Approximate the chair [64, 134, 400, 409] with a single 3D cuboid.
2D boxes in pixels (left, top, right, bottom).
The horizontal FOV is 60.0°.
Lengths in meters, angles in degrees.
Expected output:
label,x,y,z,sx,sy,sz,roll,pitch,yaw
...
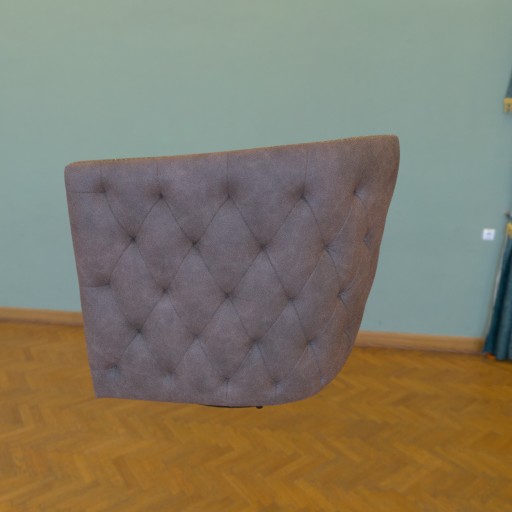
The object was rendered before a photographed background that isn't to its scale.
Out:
label,x,y,z,sx,sy,sz,roll,pitch,yaw
chair,0.000,0.000,1.503,0.870,0.790,0.850,2,14,8
